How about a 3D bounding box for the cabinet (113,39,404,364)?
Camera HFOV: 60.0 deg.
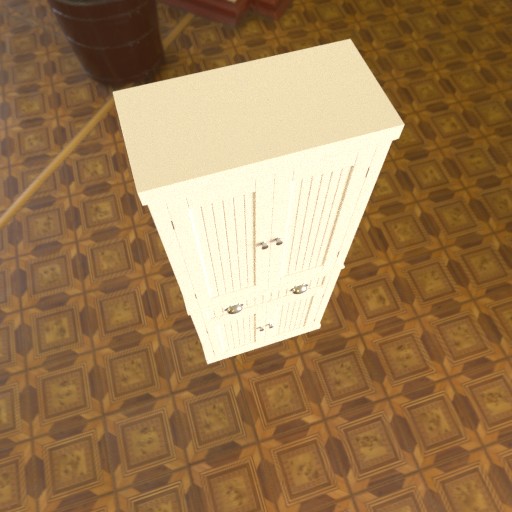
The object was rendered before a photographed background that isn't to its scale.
[{"bbox_3d":[0.000,0.000,2.075,0.754,1.829,0.390,-16,64,-8],"label":"cabinet"}]
